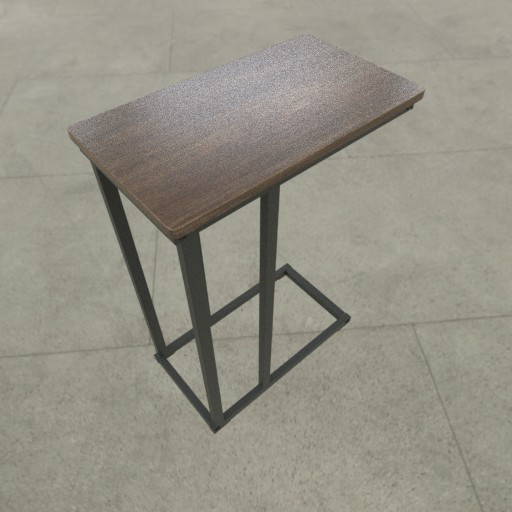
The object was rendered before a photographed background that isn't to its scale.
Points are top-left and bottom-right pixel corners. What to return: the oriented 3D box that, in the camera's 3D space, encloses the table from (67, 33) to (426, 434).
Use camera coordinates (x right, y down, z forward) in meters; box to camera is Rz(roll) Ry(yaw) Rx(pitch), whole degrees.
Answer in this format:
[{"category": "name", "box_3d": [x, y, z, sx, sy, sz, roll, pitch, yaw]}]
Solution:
[{"category": "table", "box_3d": [0.000, 0.000, 0.860, 0.450, 0.637, 0.254, -33, 57, -25]}]
